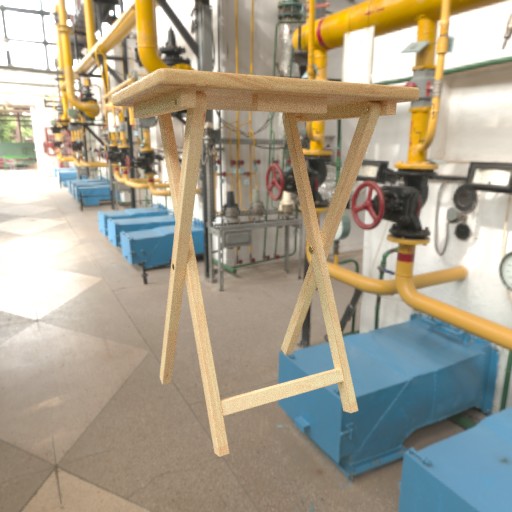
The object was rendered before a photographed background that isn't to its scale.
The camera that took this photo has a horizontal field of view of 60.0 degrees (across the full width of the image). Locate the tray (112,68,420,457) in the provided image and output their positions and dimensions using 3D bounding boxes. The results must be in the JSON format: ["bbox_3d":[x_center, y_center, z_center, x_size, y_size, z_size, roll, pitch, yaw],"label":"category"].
[{"bbox_3d":[0.000,0.000,0.943,0.483,0.660,0.381,-7,16,-26],"label":"tray"}]
